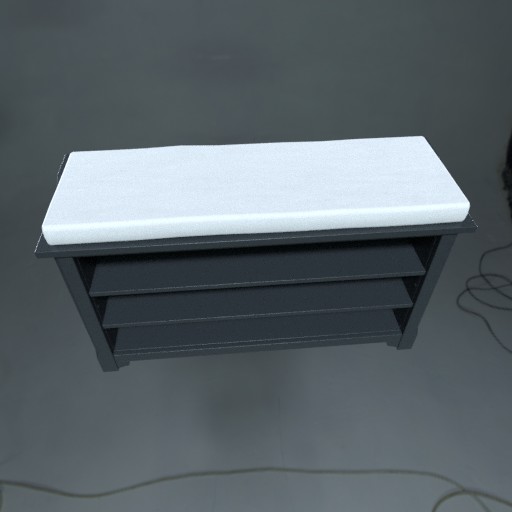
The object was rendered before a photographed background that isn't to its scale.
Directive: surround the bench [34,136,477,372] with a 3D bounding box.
[{"bbox_3d":[0.000,0.000,1.245,0.973,0.561,0.345,-3,45,-4],"label":"bench"}]
